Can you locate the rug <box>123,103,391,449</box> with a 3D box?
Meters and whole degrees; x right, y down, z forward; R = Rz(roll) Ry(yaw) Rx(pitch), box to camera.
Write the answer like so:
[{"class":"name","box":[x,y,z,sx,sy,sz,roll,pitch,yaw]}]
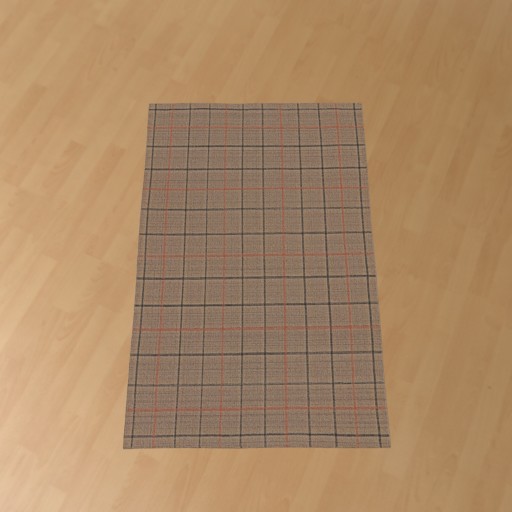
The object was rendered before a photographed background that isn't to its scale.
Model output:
[{"class":"rug","box":[0.000,0.000,2.277,1.220,0.013,1.829,0,73,0]}]
